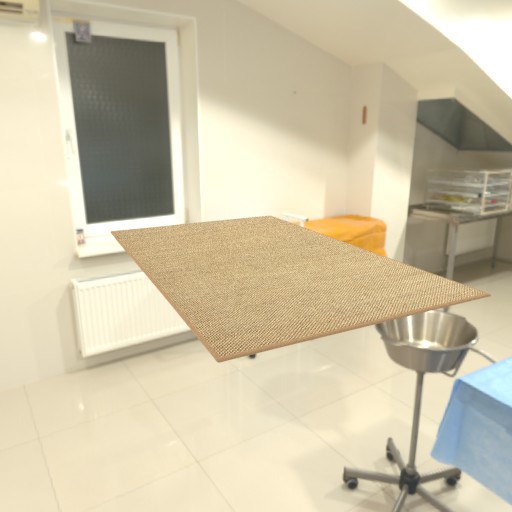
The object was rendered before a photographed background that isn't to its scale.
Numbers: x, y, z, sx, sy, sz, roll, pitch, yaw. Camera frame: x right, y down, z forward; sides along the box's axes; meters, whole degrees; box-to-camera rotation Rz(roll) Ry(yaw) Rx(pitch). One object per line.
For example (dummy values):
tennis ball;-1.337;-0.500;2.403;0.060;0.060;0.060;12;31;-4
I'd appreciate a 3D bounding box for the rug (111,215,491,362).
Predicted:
rug;0.000;0.000;2.080;1.061;0.012;1.668;-8;18;-26
